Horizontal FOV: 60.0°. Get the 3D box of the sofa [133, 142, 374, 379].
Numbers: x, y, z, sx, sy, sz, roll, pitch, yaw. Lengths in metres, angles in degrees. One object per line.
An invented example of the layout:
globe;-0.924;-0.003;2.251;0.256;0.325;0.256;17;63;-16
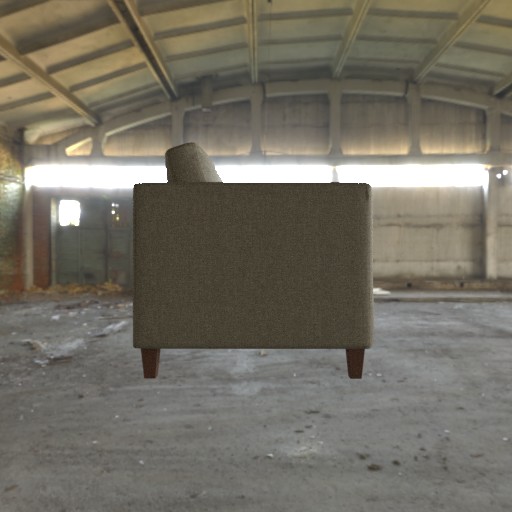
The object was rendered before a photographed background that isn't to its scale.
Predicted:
sofa;0.000;0.000;2.760;0.956;0.960;2.208;0;0;0
